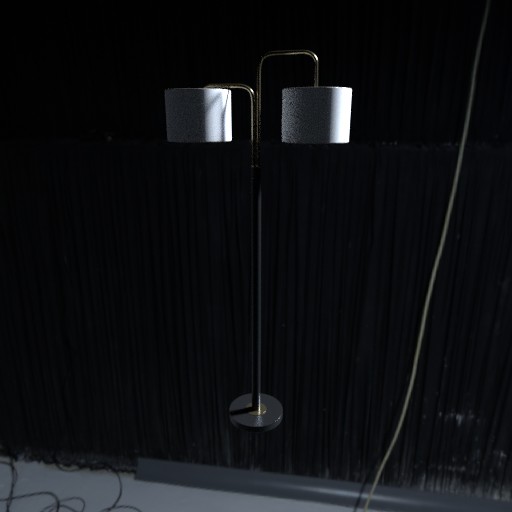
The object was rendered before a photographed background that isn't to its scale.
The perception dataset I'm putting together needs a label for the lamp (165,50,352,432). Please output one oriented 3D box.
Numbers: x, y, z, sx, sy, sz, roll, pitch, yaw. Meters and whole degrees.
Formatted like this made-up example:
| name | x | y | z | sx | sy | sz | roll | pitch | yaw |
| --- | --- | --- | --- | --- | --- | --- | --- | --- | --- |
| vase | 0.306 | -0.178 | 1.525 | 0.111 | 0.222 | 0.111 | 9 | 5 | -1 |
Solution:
| name | x | y | z | sx | sy | sz | roll | pitch | yaw |
| --- | --- | --- | --- | --- | --- | --- | --- | --- | --- |
| lamp | 0.000 | 0.000 | 1.879 | 0.711 | 1.587 | 0.254 | 3 | 18 | 10 |
